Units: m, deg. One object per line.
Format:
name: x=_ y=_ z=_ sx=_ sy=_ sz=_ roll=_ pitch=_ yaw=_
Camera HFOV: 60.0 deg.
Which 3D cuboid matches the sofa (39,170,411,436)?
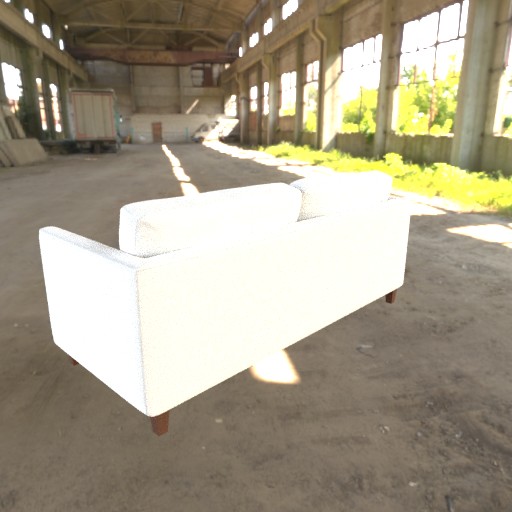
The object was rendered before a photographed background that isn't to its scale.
sofa: x=0.000 y=0.000 z=2.633 sx=0.924 sy=0.933 sz=2.139 roll=16 pitch=23 yaw=42
